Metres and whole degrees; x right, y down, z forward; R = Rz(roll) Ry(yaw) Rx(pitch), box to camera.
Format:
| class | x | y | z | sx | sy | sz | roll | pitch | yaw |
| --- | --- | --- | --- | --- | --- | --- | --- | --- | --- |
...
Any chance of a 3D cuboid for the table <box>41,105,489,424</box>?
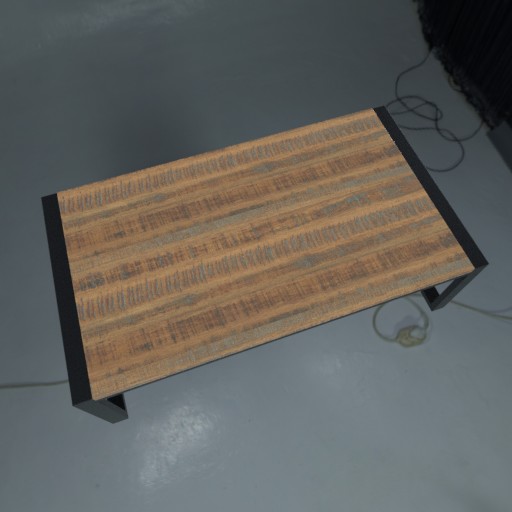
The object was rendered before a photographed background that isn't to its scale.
| class | x | y | z | sx | sy | sz | roll | pitch | yaw |
| --- | --- | --- | --- | --- | --- | --- | --- | --- | --- |
| table | 0.000 | 0.000 | 1.682 | 1.350 | 0.400 | 0.750 | -17 | 64 | -9 |
